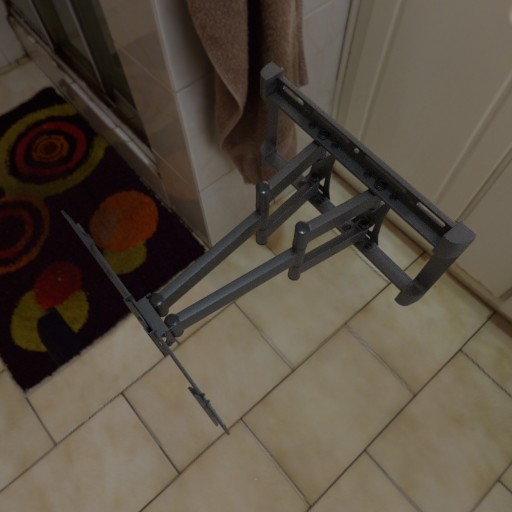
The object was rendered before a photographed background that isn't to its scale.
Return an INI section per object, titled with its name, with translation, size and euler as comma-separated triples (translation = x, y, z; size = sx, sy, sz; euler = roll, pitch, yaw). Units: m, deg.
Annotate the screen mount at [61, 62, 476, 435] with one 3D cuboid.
[screen mount]
translation = 0.000, 0.000, 0.965
size = 0.556, 0.424, 0.571
euler = -36, 69, -16
